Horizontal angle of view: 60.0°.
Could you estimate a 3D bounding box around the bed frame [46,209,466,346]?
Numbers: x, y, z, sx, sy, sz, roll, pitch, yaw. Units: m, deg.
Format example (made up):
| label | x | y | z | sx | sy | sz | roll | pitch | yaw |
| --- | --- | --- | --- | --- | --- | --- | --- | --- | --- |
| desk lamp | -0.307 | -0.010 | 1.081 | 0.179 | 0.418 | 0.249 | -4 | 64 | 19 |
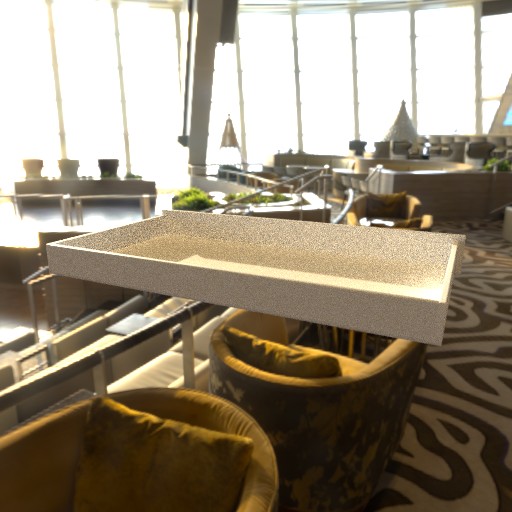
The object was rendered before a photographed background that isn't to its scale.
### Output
| label | x | y | z | sx | sy | sz | roll | pitch | yaw |
| --- | --- | --- | --- | --- | --- | --- | --- | --- | --- |
| bed frame | 0.000 | 0.000 | 1.545 | 1.300 | 0.141 | 0.670 | 7 | 17 | 25 |
